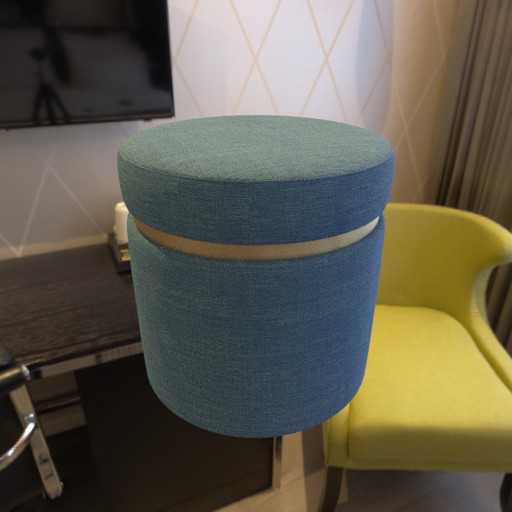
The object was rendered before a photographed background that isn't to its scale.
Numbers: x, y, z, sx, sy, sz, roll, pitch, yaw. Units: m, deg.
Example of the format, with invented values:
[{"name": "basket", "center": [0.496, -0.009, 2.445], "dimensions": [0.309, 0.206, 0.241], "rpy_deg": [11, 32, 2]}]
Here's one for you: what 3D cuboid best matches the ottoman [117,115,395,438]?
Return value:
[{"name": "ottoman", "center": [0.000, 0.000, 0.731], "dimensions": [0.398, 0.406, 0.398], "rpy_deg": [0, 27, 0]}]
